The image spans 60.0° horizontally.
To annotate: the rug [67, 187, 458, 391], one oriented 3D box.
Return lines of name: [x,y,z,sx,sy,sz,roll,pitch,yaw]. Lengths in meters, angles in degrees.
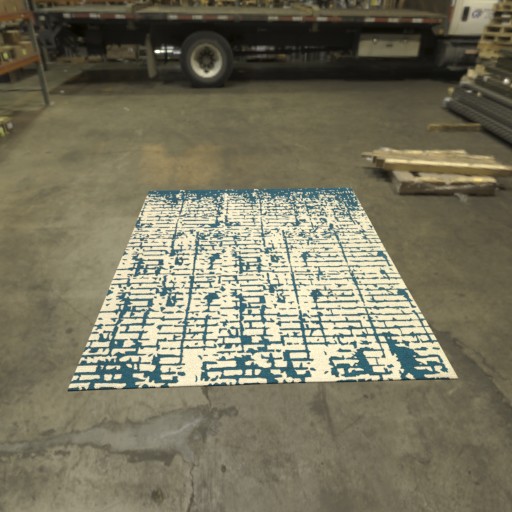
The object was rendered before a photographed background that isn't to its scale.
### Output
rug: [0.000,0.000,4.011,2.416,0.014,3.017,-1,32,-2]
